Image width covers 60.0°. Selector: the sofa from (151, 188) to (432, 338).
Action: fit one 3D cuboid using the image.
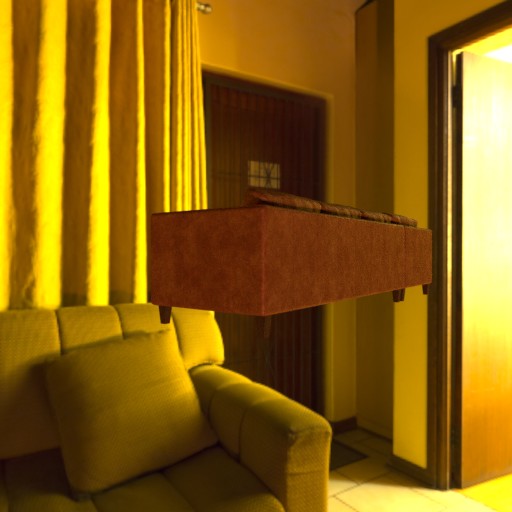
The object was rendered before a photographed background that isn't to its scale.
[{"bbox_3d":[0.000,0.000,4.278,2.438,0.838,3.150,0,1,37],"label":"sofa"}]
